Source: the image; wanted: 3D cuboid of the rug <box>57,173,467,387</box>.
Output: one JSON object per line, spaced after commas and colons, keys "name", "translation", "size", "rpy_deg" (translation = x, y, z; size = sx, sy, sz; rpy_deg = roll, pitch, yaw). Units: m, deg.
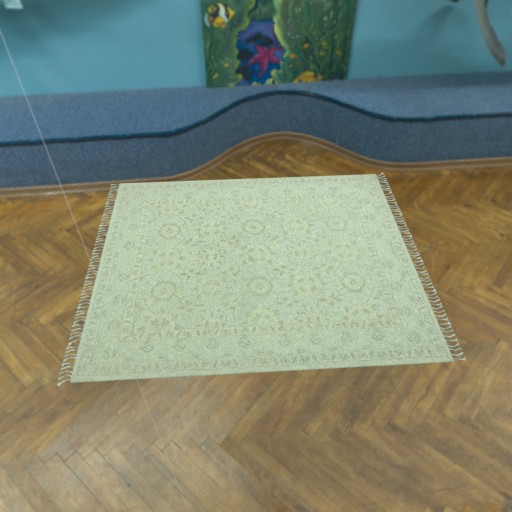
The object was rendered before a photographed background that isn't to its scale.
{"name": "rug", "translation": [0.000, 0.000, 4.103], "size": [3.043, 0.013, 2.444], "rpy_deg": [-3, 46, -2]}
